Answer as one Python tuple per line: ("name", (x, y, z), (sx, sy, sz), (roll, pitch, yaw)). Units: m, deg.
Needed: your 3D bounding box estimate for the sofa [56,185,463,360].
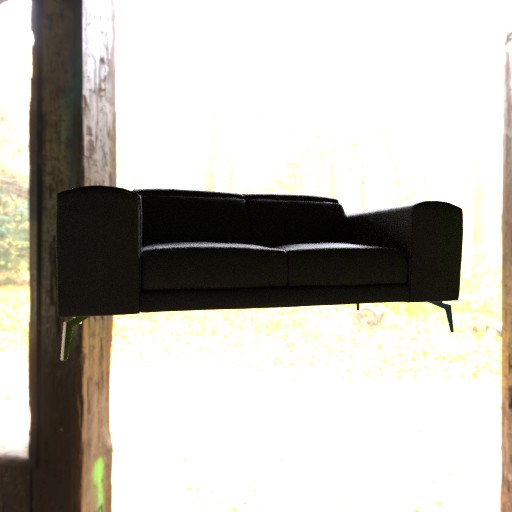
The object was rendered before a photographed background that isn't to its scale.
("sofa", (0.000, 0.000, 2.378), (1.895, 0.779, 1.003), (0, 0, -18))
